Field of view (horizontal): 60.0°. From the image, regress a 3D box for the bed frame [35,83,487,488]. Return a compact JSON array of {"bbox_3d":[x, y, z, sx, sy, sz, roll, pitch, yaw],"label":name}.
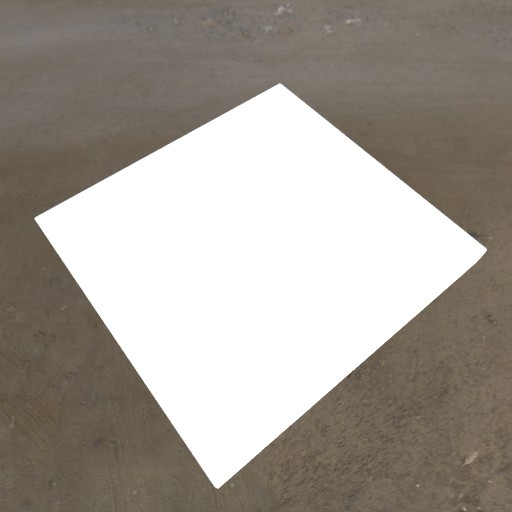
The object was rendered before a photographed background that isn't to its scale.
[{"bbox_3d":[0.000,0.000,2.970,2.032,0.559,1.930,-35,66,-18],"label":"bed frame"}]
